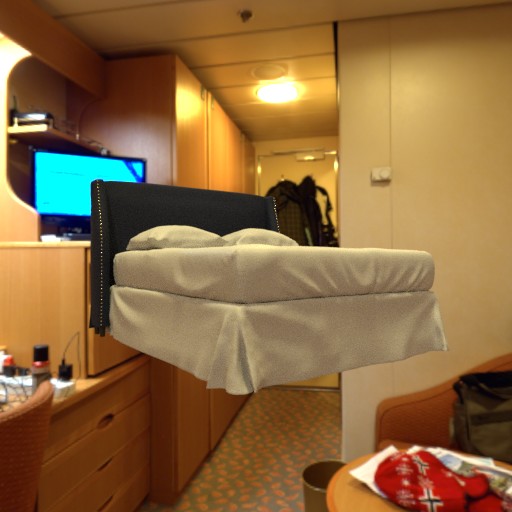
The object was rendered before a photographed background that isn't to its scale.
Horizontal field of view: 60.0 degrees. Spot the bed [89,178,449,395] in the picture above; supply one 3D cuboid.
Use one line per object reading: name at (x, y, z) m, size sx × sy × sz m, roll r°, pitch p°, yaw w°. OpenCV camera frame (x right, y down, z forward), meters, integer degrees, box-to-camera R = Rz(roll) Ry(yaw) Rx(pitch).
bed at (0.000, 0.000, 3.426) m, size 1.925 × 1.332 × 2.276 m, roll 0°, pitch 0°, yaw -35°
